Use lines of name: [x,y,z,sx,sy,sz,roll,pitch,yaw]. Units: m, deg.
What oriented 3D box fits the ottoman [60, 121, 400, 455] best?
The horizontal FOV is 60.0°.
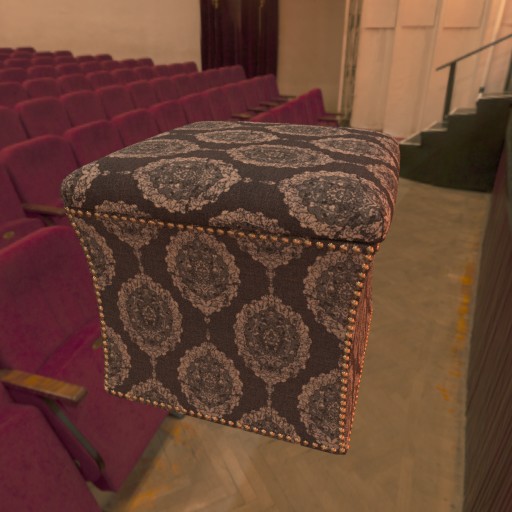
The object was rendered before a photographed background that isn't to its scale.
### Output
ottoman: [0.000,0.000,0.898,0.507,0.475,0.497,8,28,16]
